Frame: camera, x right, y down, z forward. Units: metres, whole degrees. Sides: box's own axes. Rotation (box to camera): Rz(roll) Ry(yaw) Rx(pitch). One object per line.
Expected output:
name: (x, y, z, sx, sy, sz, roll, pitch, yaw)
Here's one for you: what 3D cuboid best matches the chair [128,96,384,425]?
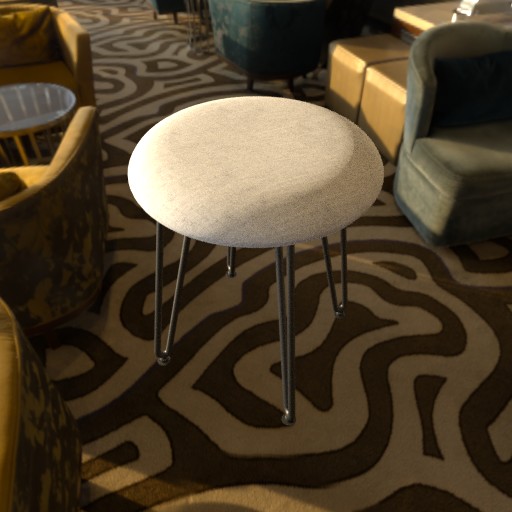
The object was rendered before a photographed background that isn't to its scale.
chair: (0.000, 0.000, 0.655, 0.350, 0.386, 0.350, -12, 44, -13)
